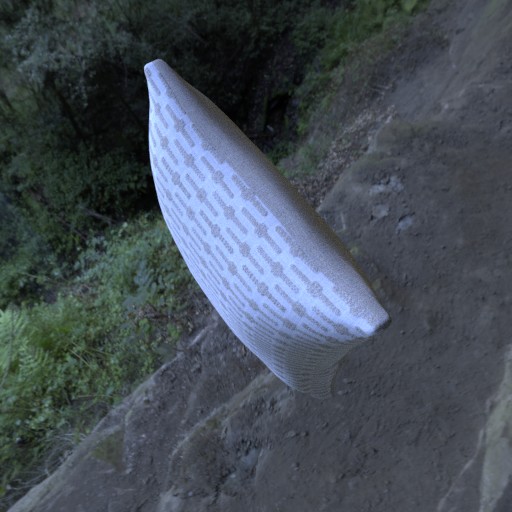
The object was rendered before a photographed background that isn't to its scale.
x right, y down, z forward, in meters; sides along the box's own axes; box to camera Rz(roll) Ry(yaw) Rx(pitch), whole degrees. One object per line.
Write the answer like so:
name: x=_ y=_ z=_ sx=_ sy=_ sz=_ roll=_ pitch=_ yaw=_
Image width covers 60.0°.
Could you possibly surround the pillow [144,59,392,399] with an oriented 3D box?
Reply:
pillow: x=0.000 y=0.000 z=0.770 sx=0.219 sy=0.491 sz=0.496 roll=-32 pitch=67 yaw=-15
